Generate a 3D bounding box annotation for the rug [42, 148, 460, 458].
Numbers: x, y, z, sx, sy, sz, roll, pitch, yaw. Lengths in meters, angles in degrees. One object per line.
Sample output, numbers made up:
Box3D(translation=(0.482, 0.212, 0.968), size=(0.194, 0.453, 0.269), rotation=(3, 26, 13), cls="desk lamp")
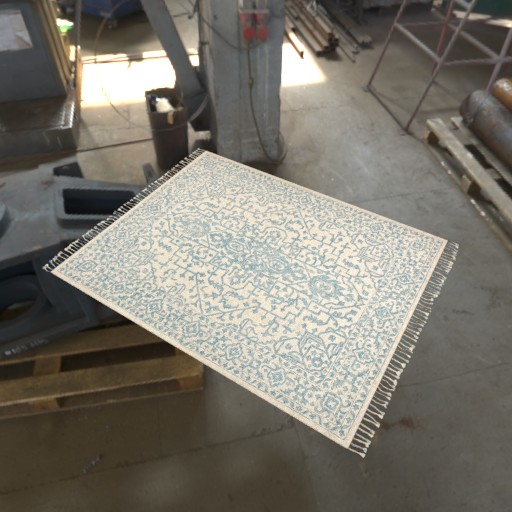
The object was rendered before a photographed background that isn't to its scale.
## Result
Box3D(translation=(0.000, 0.000, 4.333), size=(3.327, 0.010, 2.464), rotation=(25, 51, 22), cls="rug")
